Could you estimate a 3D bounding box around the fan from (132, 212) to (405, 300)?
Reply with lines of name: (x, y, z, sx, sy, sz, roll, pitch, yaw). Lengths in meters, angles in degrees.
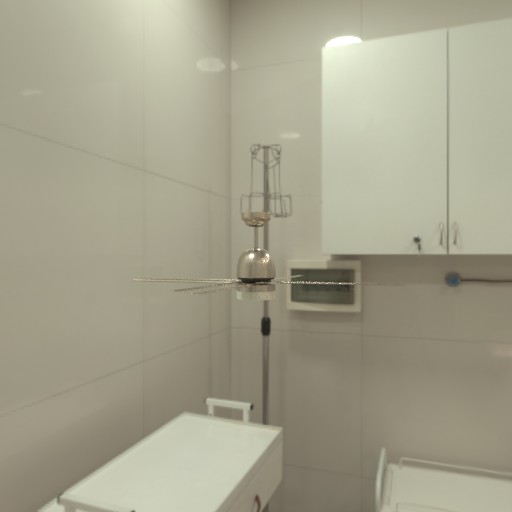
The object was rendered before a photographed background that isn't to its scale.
fan: (0.000, 0.000, 2.112, 1.346, 0.406, 1.346, 0, 0, 19)
